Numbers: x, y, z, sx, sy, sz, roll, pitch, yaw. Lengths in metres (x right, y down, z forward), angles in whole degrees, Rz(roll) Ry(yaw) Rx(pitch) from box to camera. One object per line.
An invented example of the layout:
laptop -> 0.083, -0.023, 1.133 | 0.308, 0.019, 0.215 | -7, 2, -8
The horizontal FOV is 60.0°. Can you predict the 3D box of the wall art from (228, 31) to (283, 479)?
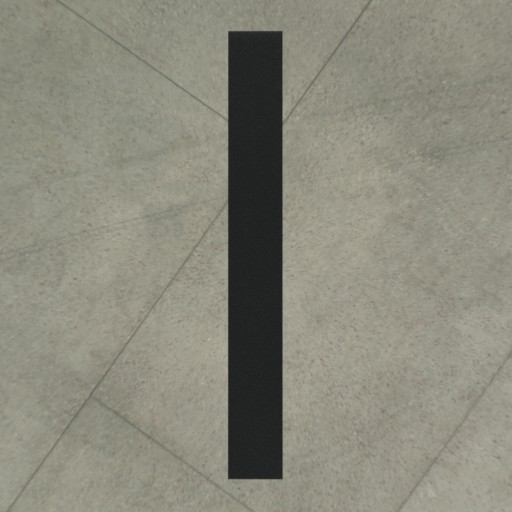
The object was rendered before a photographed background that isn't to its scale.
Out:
wall art -> 0.000, 0.000, 0.454 | 0.037, 0.305, 0.305 | 0, 90, 0
